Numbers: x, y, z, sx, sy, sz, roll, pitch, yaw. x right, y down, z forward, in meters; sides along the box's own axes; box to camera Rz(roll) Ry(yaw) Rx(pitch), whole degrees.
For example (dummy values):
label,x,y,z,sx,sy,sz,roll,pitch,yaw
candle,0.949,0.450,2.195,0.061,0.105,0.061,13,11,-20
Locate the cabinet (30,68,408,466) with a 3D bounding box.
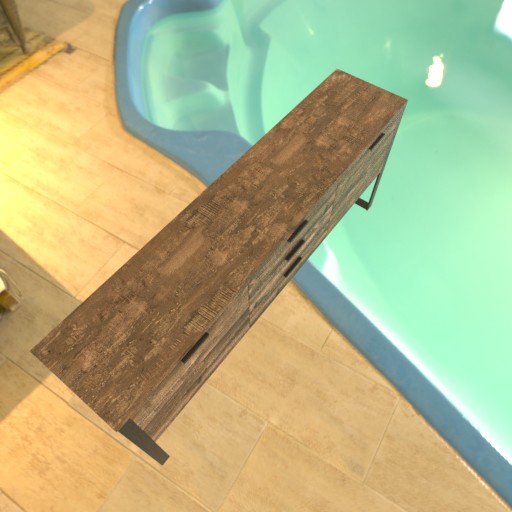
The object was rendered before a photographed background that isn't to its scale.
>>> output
label,x,y,z,sx,sy,sz,roll,pitch,yaw
cabinet,0.000,0.000,2.019,0.395,0.762,1.800,33,63,19
